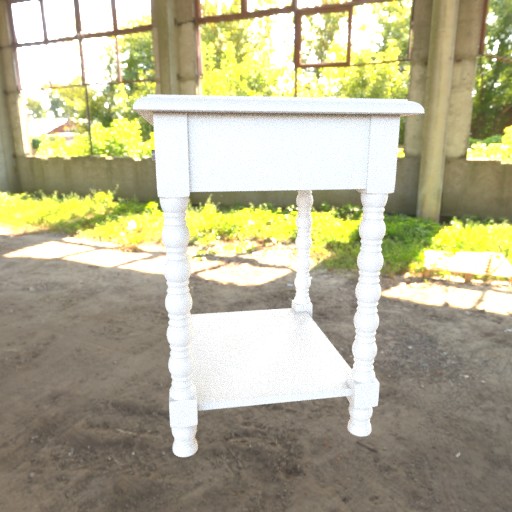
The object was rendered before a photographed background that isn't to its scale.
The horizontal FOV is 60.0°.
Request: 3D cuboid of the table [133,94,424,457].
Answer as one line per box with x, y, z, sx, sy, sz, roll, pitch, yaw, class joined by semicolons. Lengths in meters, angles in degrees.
0.000;0.000;0.844;0.381;0.531;0.460;-2;14;-10;table
